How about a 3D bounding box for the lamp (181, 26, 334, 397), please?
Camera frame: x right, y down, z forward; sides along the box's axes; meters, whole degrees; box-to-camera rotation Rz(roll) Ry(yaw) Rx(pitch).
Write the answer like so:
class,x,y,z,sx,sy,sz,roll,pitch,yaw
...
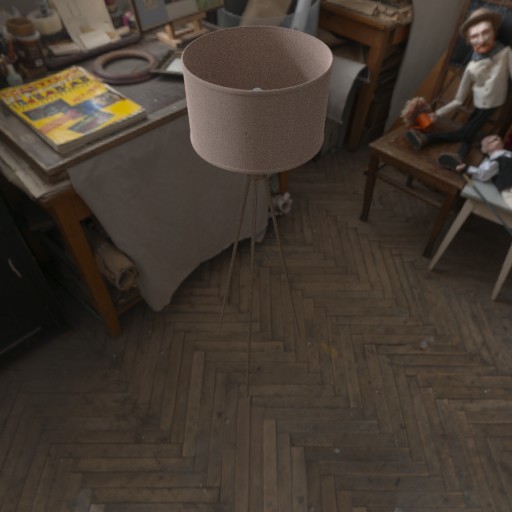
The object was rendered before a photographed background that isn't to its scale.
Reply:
class,x,y,z,sx,sy,sz,roll,pitch,yaw
lamp,0.000,0.000,1.743,0.449,1.545,0.460,5,48,4
